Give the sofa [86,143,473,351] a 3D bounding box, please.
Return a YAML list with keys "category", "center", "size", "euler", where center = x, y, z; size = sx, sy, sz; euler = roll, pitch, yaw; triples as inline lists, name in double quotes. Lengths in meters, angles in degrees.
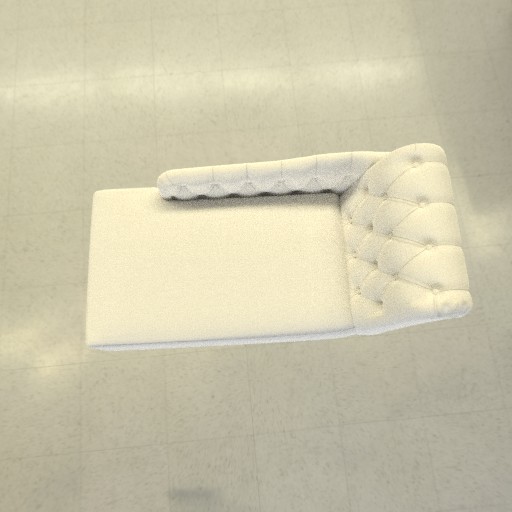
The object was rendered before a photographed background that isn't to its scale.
- category: "sofa"
  center: [0.000, 0.000, 1.812]
  size: [1.379, 0.787, 0.675]
  euler: [-3, 75, -1]
